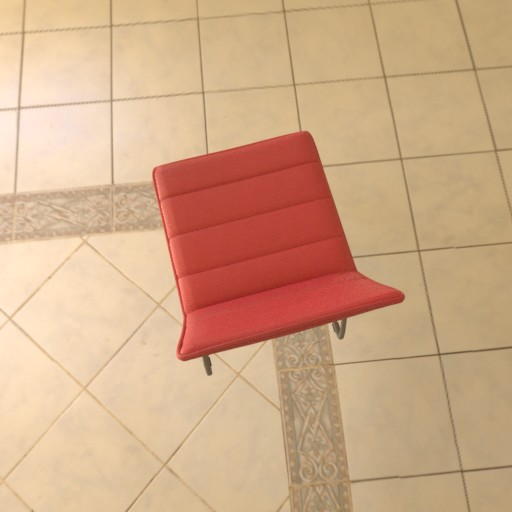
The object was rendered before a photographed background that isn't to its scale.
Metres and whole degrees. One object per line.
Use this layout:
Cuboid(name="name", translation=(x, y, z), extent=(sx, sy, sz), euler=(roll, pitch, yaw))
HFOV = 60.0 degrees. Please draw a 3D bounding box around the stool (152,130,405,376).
Cuboid(name="stool", translation=(0.000, 0.000, 1.177), extent=(0.489, 0.866, 0.524), euler=(-15, 76, -4))
